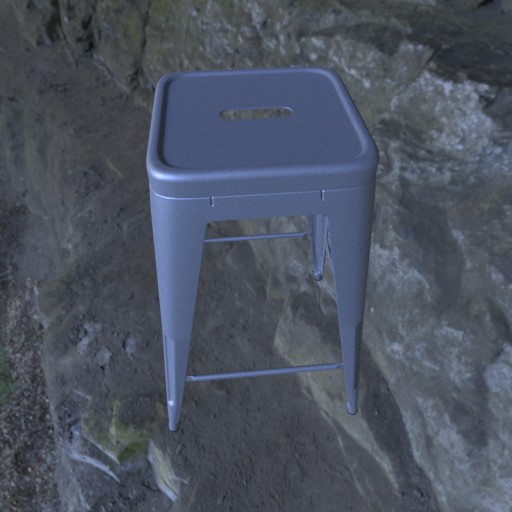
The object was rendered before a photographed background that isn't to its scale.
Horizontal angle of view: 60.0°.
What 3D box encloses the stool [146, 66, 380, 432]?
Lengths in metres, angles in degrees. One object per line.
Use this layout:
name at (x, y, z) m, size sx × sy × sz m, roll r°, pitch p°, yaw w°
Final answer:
stool at (0.000, 0.000, 0.865) m, size 0.406 × 0.610 × 0.406 m, roll -4°, pitch 46°, yaw -4°
